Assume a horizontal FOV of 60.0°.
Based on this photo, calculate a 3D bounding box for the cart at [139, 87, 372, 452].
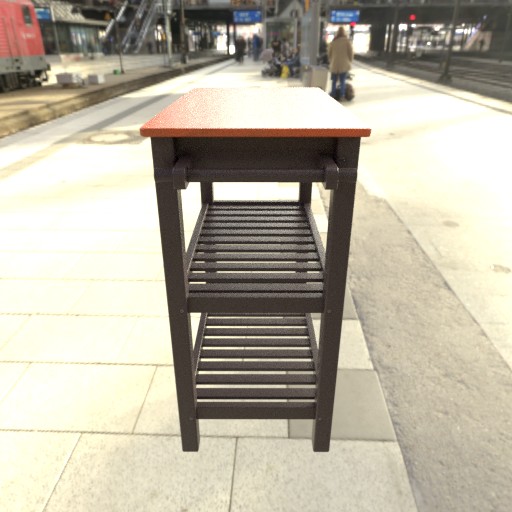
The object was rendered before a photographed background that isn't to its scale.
[{"bbox_3d":[0.000,0.000,1.412,0.457,0.927,0.899,0,26,0],"label":"cart"}]
